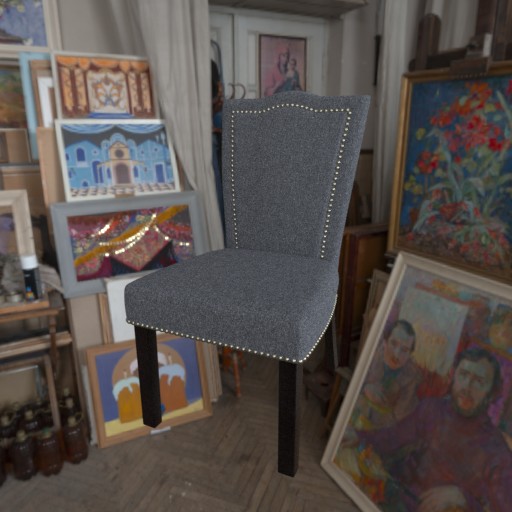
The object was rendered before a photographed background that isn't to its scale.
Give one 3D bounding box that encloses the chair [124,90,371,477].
[{"bbox_3d":[0.000,0.000,1.299,0.518,0.946,0.589,8,18,25],"label":"chair"}]
